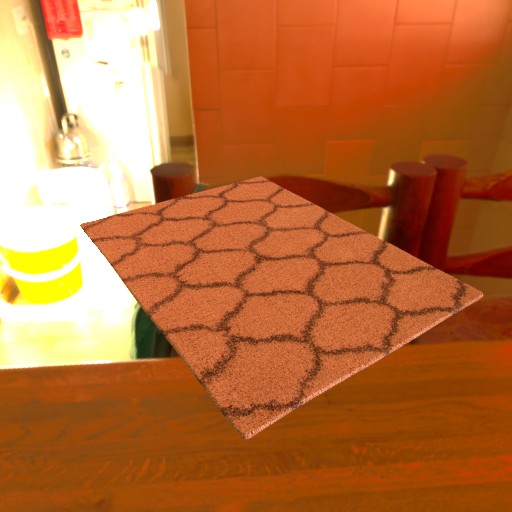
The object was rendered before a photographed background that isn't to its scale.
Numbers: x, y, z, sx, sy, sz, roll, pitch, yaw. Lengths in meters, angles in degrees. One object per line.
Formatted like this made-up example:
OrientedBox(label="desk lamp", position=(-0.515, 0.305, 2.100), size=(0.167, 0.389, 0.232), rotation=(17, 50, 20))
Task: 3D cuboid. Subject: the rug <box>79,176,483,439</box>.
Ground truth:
OrientedBox(label="rug", position=(0.000, 0.000, 2.103), size=(1.200, 0.025, 1.600), rotation=(-20, 37, -29))
